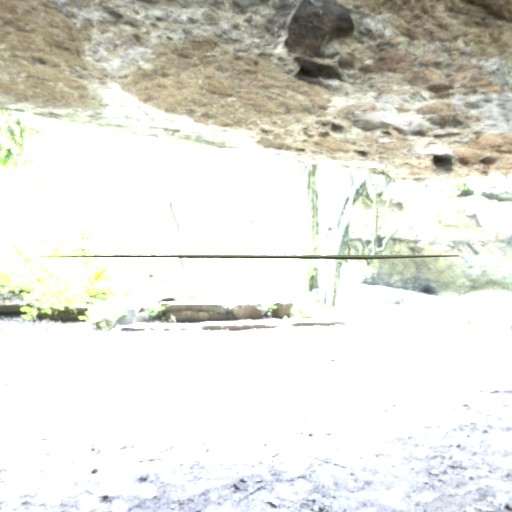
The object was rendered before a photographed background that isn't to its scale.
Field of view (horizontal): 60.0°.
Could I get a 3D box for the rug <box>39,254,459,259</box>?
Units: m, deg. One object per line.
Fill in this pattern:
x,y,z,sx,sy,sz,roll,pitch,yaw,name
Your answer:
0.000,0.000,3.485,2.584,0.011,2.073,0,0,35,rug
